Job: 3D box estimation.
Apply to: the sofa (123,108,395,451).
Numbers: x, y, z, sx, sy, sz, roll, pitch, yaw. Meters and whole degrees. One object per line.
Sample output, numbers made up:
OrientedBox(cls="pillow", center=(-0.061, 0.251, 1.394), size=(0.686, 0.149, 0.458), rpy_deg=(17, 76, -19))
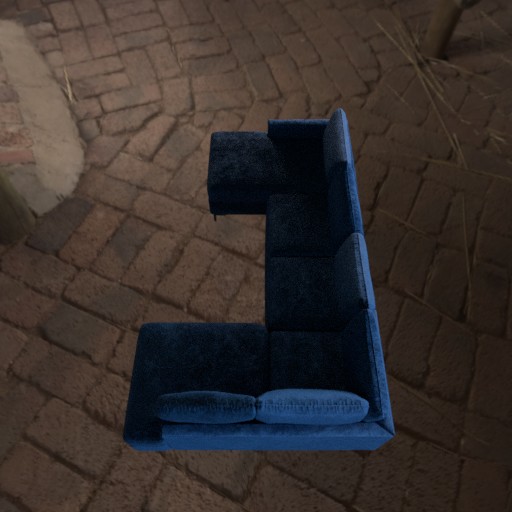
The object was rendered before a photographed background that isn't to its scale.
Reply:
OrientedBox(cls="sofa", center=(0.000, 0.000, 4.319), size=(2.055, 0.992, 3.434), rpy_deg=(0, 58, 0))
